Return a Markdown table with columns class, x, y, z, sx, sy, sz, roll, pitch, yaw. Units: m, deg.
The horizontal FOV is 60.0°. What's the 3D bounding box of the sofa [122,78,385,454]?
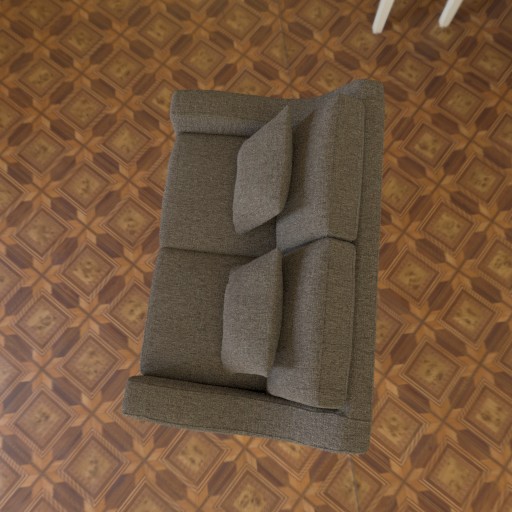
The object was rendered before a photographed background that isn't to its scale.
| class | x | y | z | sx | sy | sz | roll | pitch | yaw |
| --- | --- | --- | --- | --- | --- | --- | --- | --- | --- |
| sofa | 0.000 | 0.000 | 2.350 | 1.120 | 0.991 | 1.778 | 6 | 77 | 1 |
